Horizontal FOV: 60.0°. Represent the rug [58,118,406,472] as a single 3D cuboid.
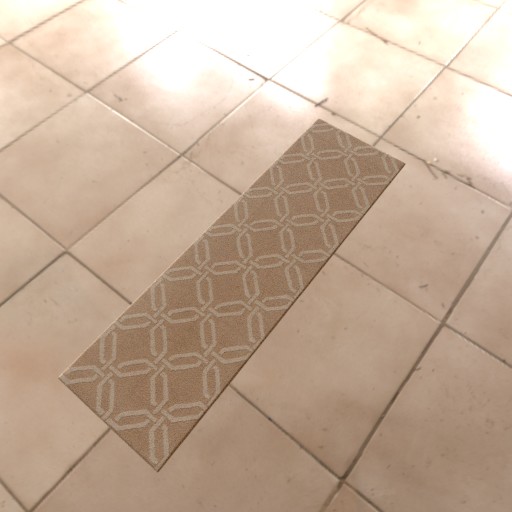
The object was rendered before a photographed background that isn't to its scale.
[{"bbox_3d":[0.000,0.000,2.506,0.678,0.014,2.276,34,65,18],"label":"rug"}]
